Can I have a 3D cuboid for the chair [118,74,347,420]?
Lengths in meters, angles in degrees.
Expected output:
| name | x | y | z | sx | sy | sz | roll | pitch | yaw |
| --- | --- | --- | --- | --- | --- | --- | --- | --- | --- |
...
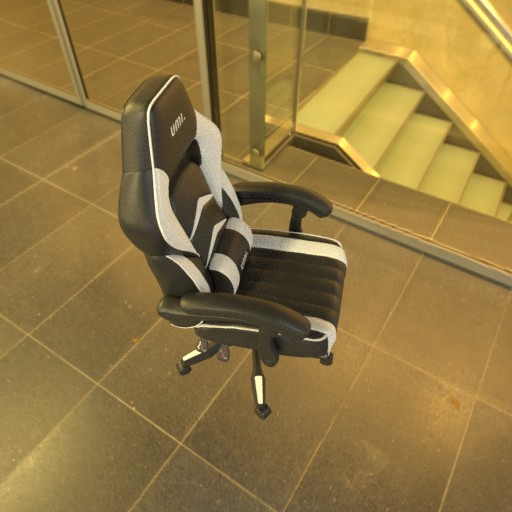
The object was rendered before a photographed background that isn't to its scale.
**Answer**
| name | x | y | z | sx | sy | sz | roll | pitch | yaw |
| --- | --- | --- | --- | --- | --- | --- | --- | --- | --- |
| chair | 0.000 | 0.000 | 1.595 | 0.700 | 1.200 | 0.676 | 10 | 47 | 9 |
